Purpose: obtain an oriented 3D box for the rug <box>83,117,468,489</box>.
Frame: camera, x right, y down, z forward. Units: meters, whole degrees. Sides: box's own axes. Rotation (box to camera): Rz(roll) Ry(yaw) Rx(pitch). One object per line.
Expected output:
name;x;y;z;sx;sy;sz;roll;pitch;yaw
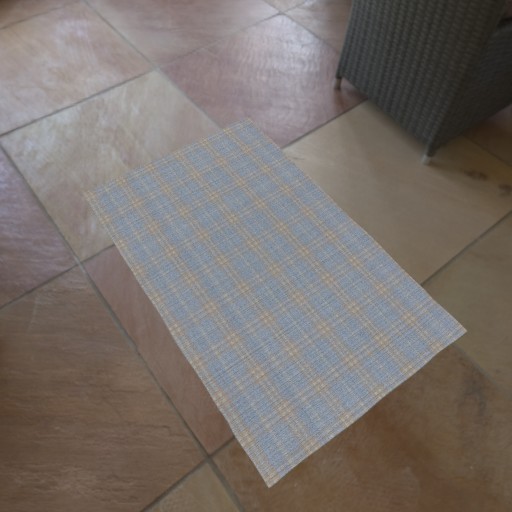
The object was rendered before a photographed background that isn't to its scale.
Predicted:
rug;0.000;0.000;3.093;1.545;0.016;2.460;-30;62;-18
